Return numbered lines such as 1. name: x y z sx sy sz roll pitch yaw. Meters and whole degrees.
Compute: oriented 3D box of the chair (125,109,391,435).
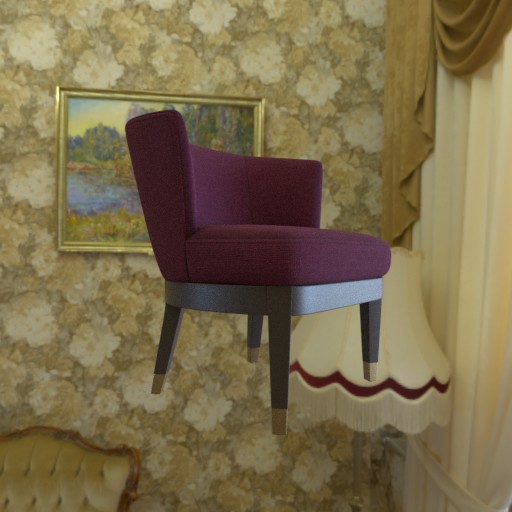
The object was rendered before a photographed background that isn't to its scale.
1. chair: 0.000 0.000 1.294 0.660 0.760 0.700 0 0 36
